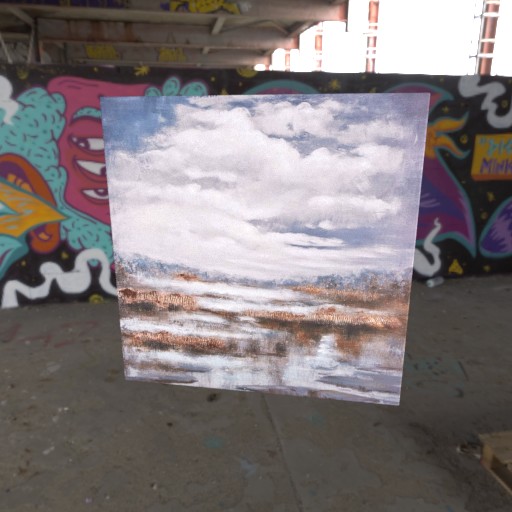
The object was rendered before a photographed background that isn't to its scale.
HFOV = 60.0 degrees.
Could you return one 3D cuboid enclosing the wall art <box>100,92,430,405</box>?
[{"bbox_3d":[0.000,0.000,1.313,0.888,0.897,0.035,3,16,9],"label":"wall art"}]
